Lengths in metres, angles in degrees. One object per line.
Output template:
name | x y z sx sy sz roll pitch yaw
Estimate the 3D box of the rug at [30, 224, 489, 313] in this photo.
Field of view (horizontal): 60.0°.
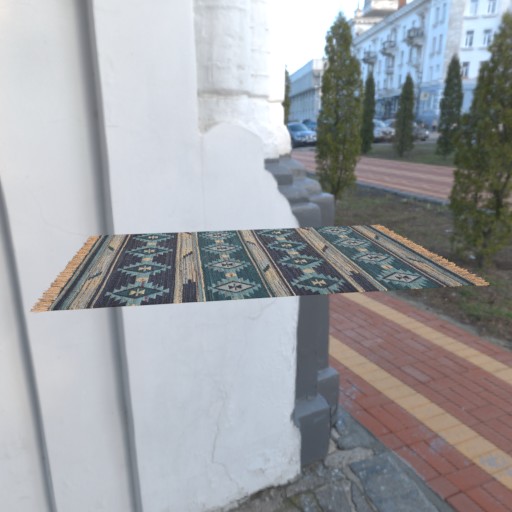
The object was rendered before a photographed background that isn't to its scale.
rug | 0.000 0.000 2.375 1.936 0.028 1.181 -3 17 -8
